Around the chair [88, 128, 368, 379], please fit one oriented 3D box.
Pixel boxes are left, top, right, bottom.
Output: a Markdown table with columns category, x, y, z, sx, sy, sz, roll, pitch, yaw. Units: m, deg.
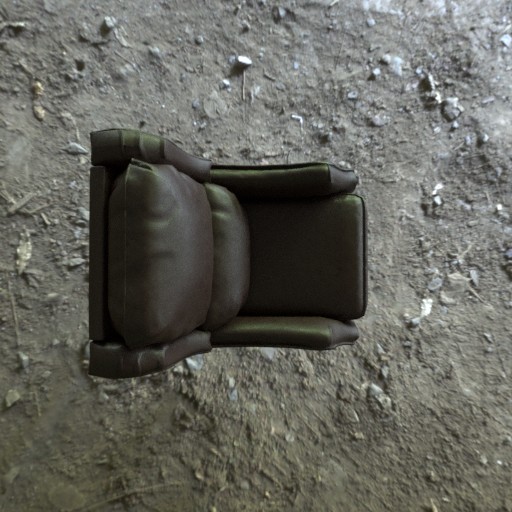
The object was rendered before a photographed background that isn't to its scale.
| category | x | y | z | sx | sy | sz | roll | pitch | yaw |
| --- | --- | --- | --- | --- | --- | --- | --- | --- | --- |
| chair | 0.000 | 0.000 | 1.796 | 0.982 | 1.132 | 0.770 | 0 | 89 | 1 |
